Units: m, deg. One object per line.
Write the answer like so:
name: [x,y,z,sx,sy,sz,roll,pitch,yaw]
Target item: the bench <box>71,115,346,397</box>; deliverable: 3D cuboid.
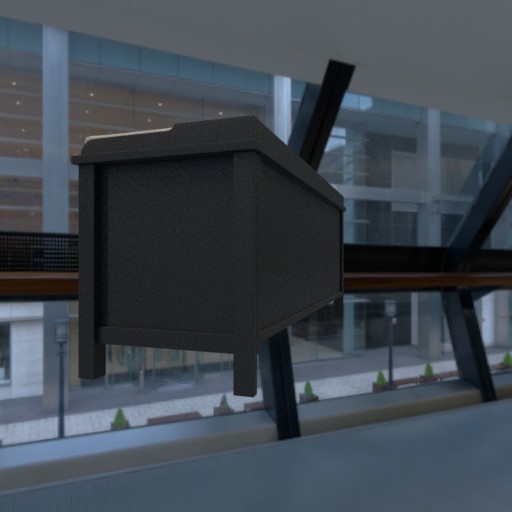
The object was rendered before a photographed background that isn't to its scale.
bench: [0.000,0.000,1.372,0.398,0.501,1.140,0,0,19]
